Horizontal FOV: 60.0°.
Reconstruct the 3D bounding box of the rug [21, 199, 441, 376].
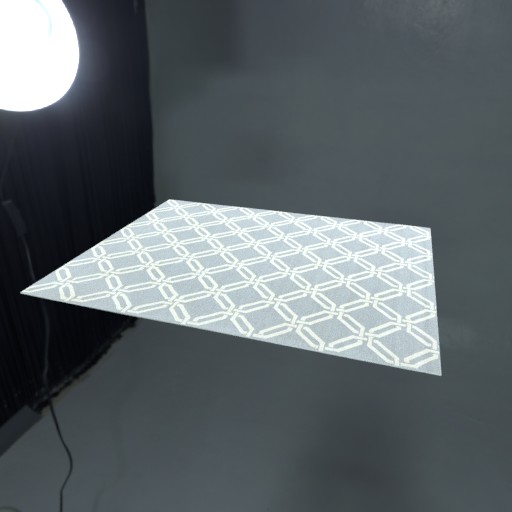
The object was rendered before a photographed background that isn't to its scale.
[{"bbox_3d":[0.000,0.000,3.825,2.895,0.018,2.288,8,27,16],"label":"rug"}]
